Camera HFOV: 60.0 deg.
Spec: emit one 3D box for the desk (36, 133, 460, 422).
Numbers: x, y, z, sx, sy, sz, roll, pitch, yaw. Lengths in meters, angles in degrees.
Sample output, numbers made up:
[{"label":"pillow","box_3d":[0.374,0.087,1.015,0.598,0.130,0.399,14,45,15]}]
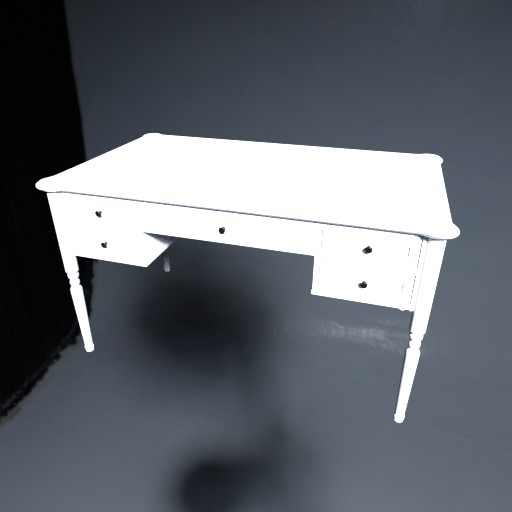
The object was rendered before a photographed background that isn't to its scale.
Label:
[{"label":"desk","box_3d":[0.000,0.000,1.859,1.380,0.762,0.807,8,29,15]}]
